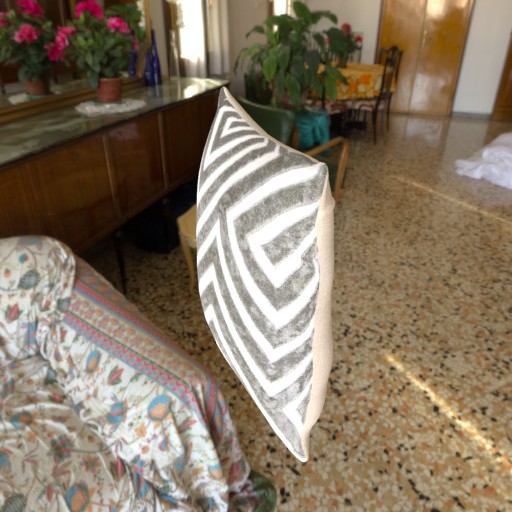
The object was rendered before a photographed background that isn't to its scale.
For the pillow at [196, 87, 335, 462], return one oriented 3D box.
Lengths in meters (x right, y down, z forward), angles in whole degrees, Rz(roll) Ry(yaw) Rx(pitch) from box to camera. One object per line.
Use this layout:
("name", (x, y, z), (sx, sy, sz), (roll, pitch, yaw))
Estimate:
("pillow", (0.000, 0.000, 0.691), (0.182, 0.441, 0.440), (-8, 30, -14))
